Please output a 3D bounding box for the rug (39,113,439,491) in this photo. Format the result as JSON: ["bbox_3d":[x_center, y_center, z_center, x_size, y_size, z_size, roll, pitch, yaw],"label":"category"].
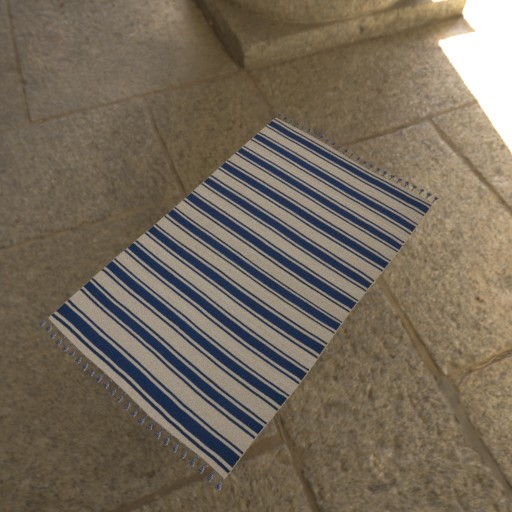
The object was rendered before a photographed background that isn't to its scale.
[{"bbox_3d":[0.000,0.000,2.539,1.248,0.009,2.108,34,64,19],"label":"rug"}]
